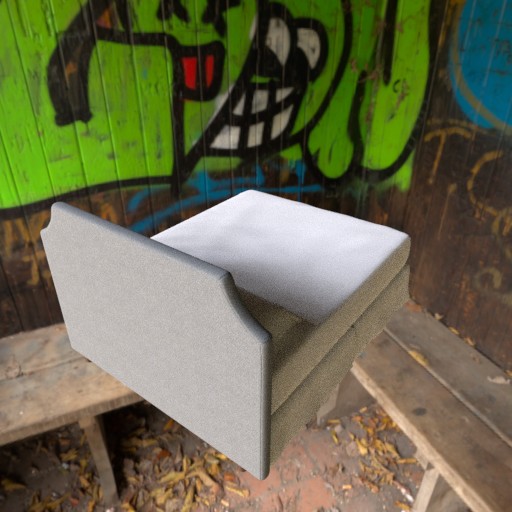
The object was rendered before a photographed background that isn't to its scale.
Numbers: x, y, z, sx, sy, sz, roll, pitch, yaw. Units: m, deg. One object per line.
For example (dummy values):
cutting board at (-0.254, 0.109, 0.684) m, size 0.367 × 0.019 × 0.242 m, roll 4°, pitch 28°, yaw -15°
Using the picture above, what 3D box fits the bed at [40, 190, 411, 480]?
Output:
bed at (0.000, 0.000, 3.353) m, size 1.811 × 1.296 × 2.259 m, roll 21°, pitch 36°, yaw 31°
